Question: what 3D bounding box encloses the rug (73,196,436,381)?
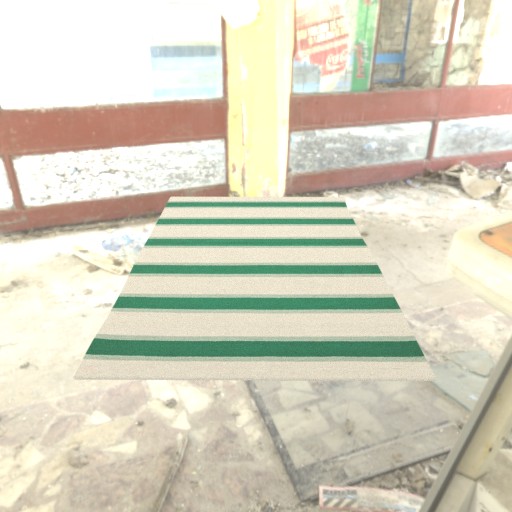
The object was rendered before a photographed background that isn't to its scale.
[{"bbox_3d":[0.000,0.000,2.289,1.210,0.012,1.829,0,27,0],"label":"rug"}]
